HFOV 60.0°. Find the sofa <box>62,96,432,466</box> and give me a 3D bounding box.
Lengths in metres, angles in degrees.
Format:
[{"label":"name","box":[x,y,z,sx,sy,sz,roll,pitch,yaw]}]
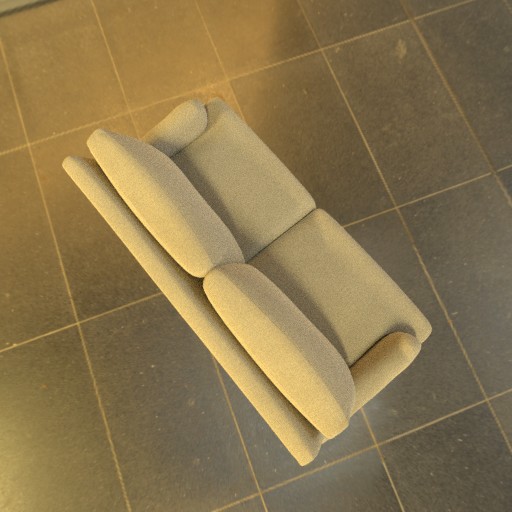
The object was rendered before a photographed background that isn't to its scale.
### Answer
[{"label":"sofa","box":[0.000,0.000,2.694,1.091,0.997,2.070,-39,80,-9]}]
